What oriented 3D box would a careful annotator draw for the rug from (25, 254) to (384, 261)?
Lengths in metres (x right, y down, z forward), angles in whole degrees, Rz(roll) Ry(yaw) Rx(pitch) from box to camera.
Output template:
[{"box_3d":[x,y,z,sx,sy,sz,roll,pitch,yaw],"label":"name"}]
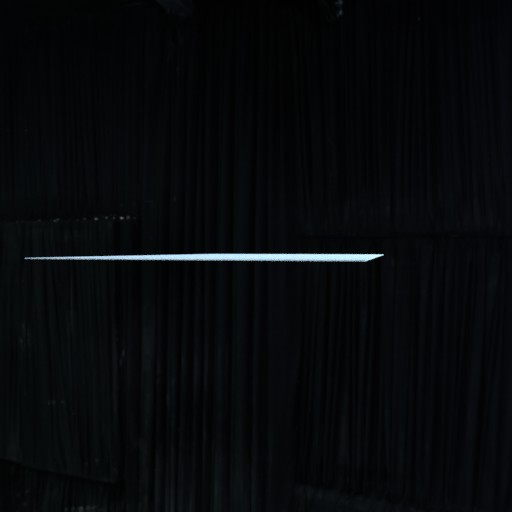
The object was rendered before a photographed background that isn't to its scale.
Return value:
[{"box_3d":[0.000,0.000,3.730,1.982,0.006,2.895,0,1,18],"label":"rug"}]
